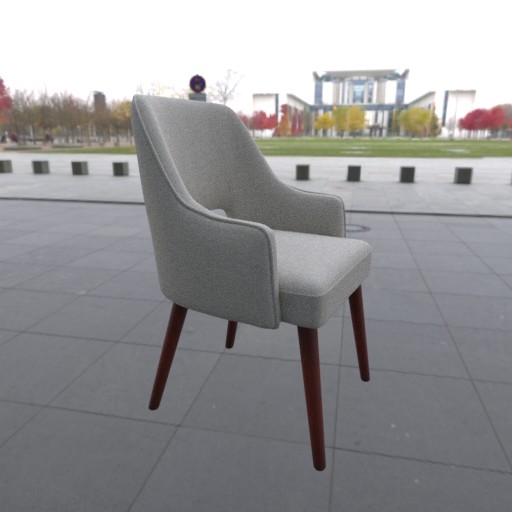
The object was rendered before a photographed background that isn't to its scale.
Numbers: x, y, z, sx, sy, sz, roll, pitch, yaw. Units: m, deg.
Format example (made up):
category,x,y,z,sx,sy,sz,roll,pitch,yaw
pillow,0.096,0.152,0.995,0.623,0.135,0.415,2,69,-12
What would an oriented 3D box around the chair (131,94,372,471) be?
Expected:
category,x,y,z,sx,sy,sz,roll,pitch,yaw
chair,0.000,0.000,1.218,0.580,0.840,0.560,8,17,26
